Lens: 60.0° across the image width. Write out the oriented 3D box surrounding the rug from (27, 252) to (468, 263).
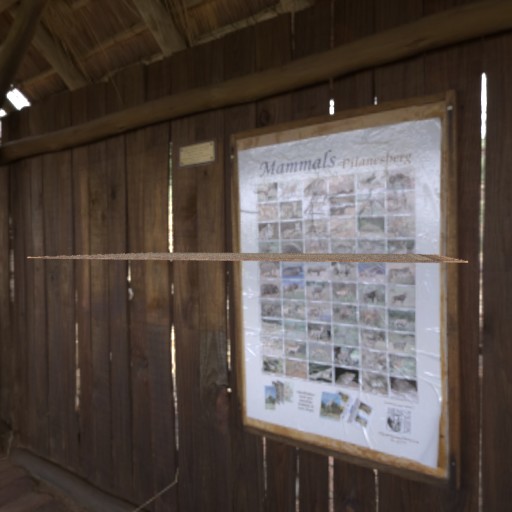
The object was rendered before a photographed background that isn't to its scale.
[{"bbox_3d":[0.000,0.000,3.054,2.434,0.010,1.516,0,2,17],"label":"rug"}]
